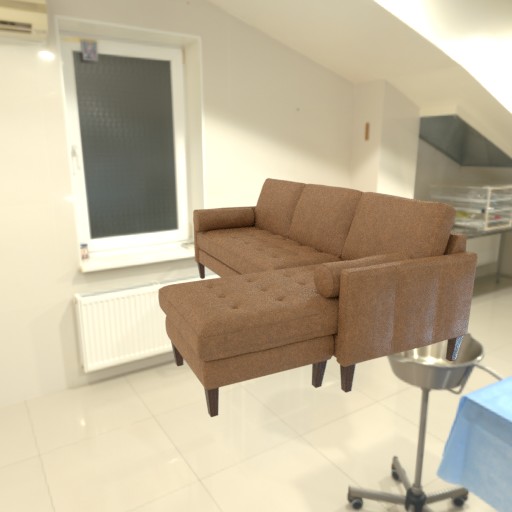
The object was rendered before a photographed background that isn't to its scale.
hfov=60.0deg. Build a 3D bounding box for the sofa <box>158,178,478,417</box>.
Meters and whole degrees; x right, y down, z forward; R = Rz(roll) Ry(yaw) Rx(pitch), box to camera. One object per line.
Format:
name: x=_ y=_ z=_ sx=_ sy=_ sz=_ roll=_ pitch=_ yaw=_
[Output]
sofa: x=0.000 y=0.000 z=2.946 sx=1.506 sy=0.876 sz=2.178 roll=-7 pitch=16 yaw=-25
